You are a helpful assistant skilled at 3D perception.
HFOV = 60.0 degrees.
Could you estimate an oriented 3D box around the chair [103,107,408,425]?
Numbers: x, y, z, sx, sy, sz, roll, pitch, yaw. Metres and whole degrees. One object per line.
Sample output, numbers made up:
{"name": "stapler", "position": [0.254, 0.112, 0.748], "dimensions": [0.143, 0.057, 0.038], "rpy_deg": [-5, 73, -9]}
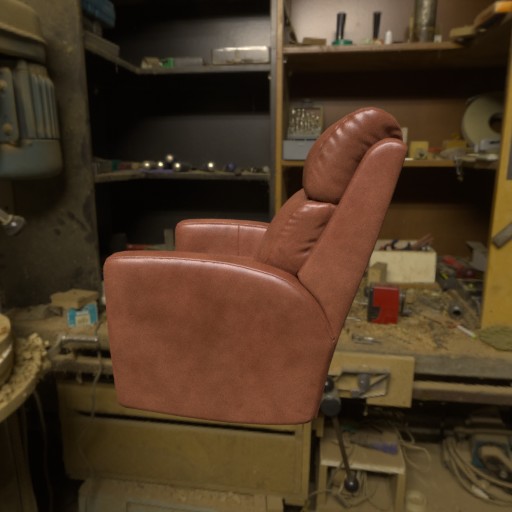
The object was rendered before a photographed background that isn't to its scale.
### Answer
{"name": "chair", "position": [0.000, 0.000, 1.676], "dimensions": [0.939, 1.016, 0.787], "rpy_deg": [2, 14, 9]}
